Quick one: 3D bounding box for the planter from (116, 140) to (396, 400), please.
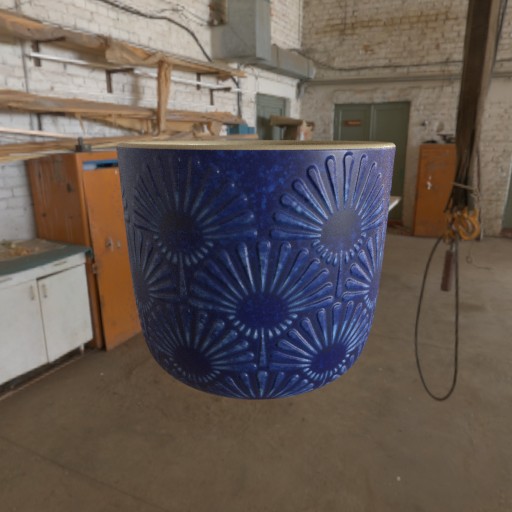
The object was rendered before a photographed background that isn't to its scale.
[{"bbox_3d":[0.000,0.000,0.219,0.124,0.109,0.124,0,15,0],"label":"planter"}]
